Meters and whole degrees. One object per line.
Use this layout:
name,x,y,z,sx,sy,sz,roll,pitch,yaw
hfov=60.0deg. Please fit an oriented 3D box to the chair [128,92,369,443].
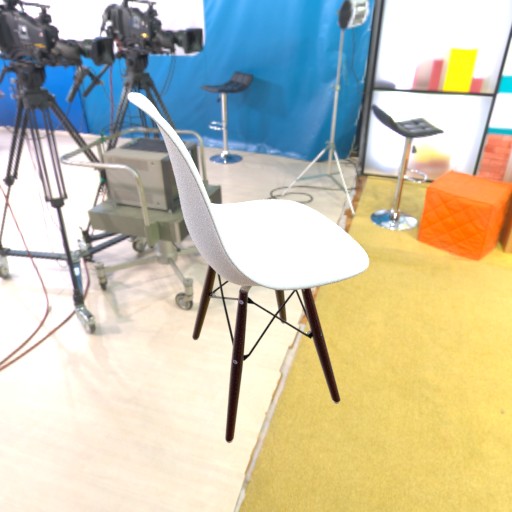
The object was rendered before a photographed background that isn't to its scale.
chair,0.000,0.000,1.157,0.533,0.826,0.470,-11,32,-18
